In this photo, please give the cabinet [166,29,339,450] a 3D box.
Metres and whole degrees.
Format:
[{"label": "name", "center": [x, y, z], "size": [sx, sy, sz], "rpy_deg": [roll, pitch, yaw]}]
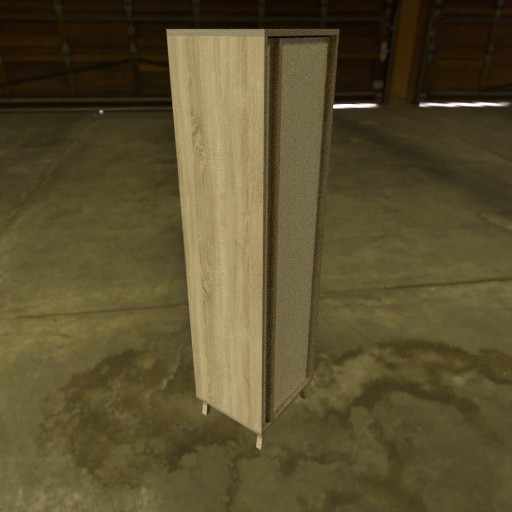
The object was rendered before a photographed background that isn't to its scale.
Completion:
[{"label": "cabinet", "center": [0.000, 0.000, 2.153], "size": [0.450, 1.960, 0.510], "rpy_deg": [19, 33, 32]}]
